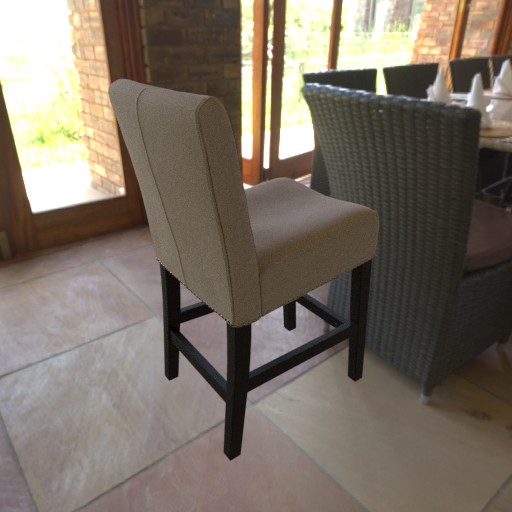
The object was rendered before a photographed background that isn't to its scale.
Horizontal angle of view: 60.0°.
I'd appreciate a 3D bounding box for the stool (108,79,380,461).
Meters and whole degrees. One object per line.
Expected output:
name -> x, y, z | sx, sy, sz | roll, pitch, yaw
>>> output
stool -> 0.000, 0.000, 1.188 | 0.571, 0.885, 0.427 | -18, 32, -32
